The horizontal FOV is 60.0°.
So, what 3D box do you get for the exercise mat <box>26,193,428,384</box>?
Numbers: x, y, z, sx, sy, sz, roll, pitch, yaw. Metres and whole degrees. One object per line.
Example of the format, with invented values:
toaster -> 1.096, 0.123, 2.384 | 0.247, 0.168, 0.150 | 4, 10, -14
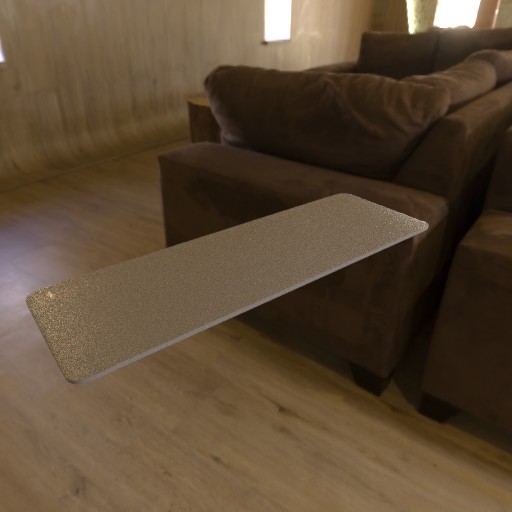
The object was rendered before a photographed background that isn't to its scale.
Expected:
exercise mat -> 0.000, 0.000, 2.050 | 1.884, 0.021, 0.616 | -20, 35, -32
